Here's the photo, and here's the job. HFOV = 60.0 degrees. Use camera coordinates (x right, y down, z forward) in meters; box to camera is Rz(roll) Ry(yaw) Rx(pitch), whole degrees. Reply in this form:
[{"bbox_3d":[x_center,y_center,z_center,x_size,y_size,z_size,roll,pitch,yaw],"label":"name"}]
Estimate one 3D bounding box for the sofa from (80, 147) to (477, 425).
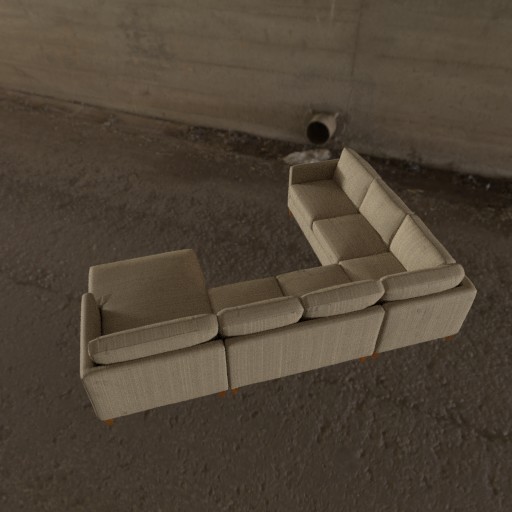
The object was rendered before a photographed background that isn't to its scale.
[{"bbox_3d":[0.000,0.000,4.709,3.460,0.961,2.594,-11,42,-12],"label":"sofa"}]
